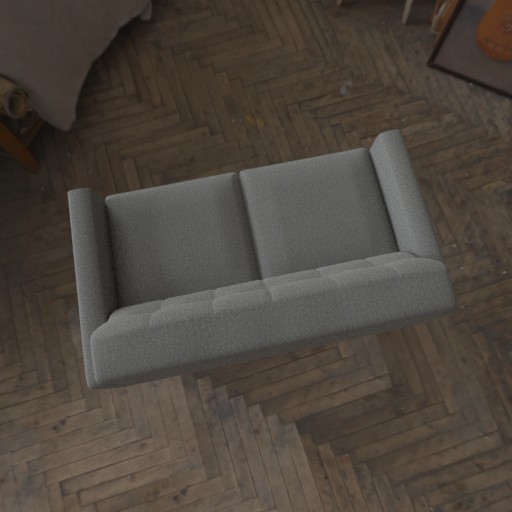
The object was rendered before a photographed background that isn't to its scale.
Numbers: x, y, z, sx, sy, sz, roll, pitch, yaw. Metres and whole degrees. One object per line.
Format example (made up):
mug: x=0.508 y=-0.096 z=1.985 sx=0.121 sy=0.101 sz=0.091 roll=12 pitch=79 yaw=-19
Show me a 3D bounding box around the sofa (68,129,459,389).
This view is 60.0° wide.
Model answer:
sofa: x=0.000 y=0.000 z=2.182 sx=1.651 sy=0.925 sz=0.952 roll=-11 pitch=75 yaw=-3
